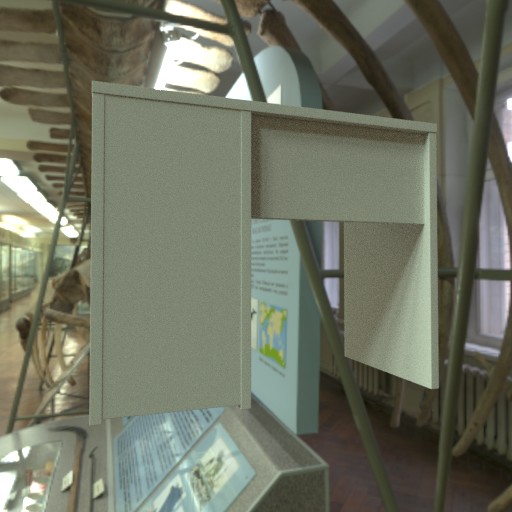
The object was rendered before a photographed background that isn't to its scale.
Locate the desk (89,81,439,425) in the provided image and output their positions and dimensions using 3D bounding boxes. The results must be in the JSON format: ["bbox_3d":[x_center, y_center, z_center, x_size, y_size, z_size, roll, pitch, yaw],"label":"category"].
[{"bbox_3d":[0.000,0.000,1.306,0.898,0.730,0.482,0,-1,-19],"label":"desk"}]
